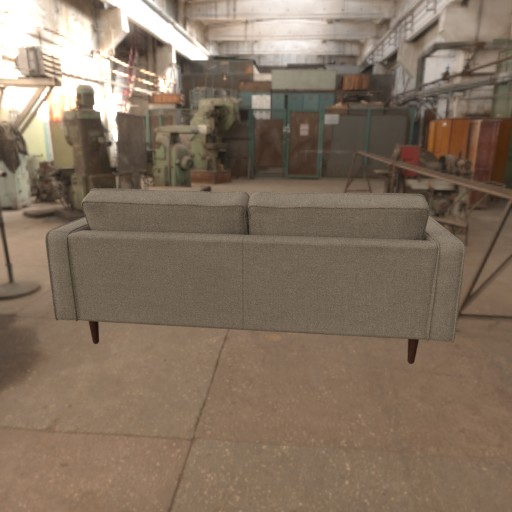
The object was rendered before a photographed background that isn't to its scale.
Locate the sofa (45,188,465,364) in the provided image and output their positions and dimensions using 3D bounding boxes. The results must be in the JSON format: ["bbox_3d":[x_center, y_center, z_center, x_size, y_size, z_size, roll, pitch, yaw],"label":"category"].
[{"bbox_3d":[0.000,0.000,2.388,1.879,0.762,0.914,2,16,7],"label":"sofa"}]
